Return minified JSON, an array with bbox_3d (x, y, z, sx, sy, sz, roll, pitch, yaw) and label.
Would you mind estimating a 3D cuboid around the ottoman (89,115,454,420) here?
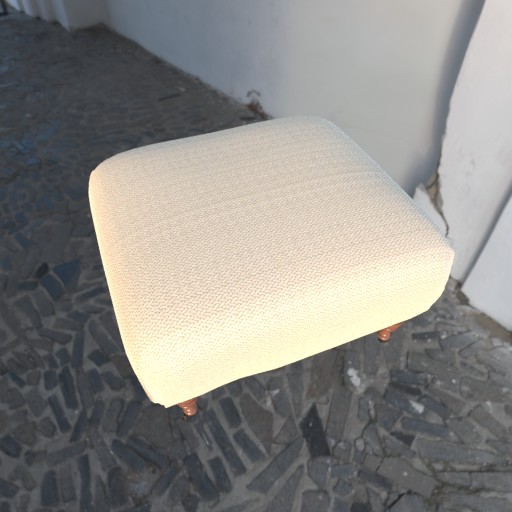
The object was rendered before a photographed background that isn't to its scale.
[{"bbox_3d":[0.000,0.000,1.088,0.684,0.447,0.622,-17,49,-15],"label":"ottoman"}]
